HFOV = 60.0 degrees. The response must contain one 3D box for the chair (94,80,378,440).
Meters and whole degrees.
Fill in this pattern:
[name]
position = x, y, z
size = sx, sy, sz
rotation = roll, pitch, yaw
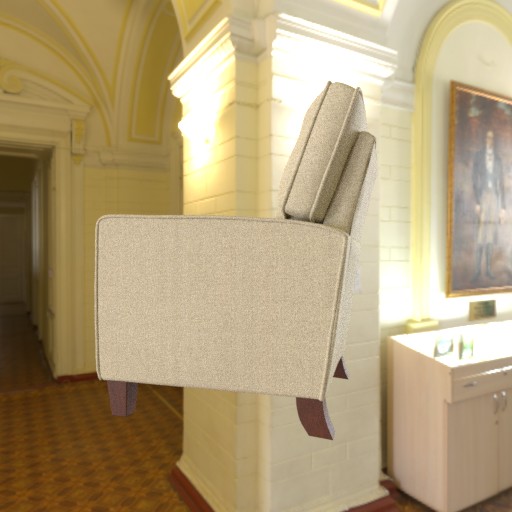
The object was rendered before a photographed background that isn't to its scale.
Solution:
[chair]
position = 0.000, 0.000, 1.425
size = 0.754, 0.888, 0.648
rotation = 0, 1, 16
